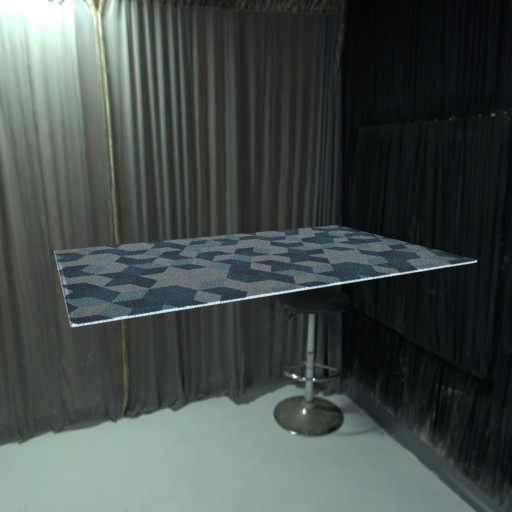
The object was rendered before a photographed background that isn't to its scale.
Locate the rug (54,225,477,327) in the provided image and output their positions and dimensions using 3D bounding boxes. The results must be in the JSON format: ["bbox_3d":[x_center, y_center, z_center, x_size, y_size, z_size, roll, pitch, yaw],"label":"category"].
[{"bbox_3d":[0.000,0.000,2.998,2.438,0.015,1.518,-7,15,-25],"label":"rug"}]
